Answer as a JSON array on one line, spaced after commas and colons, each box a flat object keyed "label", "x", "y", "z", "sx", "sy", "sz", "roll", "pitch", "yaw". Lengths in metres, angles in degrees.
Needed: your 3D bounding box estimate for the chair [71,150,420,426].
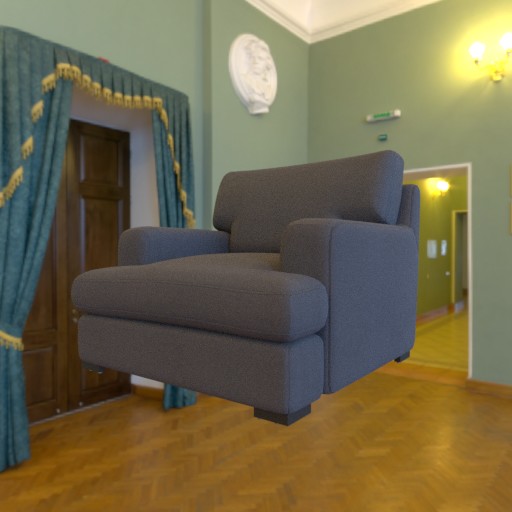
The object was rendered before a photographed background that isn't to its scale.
[{"label": "chair", "x": 0.000, "y": 0.000, "z": 1.960, "sx": 1.168, "sy": 0.940, "sz": 1.143, "roll": 1, "pitch": 1, "yaw": 37}]
